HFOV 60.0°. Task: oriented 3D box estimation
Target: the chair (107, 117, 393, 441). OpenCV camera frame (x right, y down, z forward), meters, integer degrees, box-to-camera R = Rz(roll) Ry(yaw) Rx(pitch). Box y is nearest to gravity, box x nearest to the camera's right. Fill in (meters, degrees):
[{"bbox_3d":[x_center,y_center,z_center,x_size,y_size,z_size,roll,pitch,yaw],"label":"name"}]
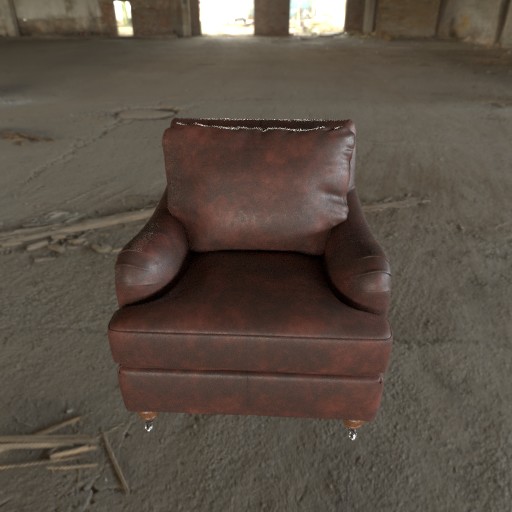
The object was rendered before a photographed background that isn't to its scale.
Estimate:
[{"bbox_3d":[0.000,0.000,1.925,0.987,1.051,1.156,1,29,3],"label":"chair"}]
